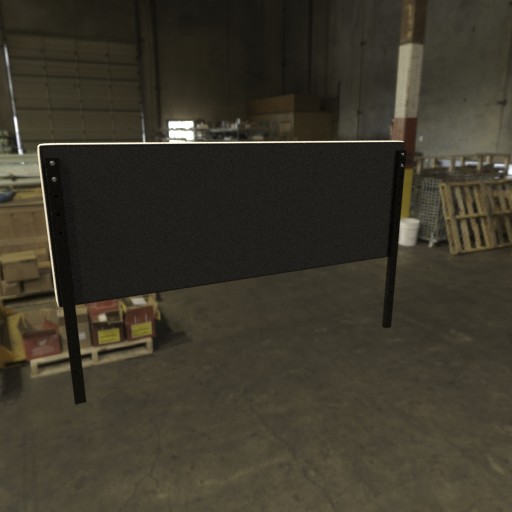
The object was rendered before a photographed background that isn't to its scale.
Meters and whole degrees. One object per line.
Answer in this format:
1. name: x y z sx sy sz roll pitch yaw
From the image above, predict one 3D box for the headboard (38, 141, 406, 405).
1. headboard: 0.000 0.000 2.828 2.362 1.410 0.120 -8 17 -26
